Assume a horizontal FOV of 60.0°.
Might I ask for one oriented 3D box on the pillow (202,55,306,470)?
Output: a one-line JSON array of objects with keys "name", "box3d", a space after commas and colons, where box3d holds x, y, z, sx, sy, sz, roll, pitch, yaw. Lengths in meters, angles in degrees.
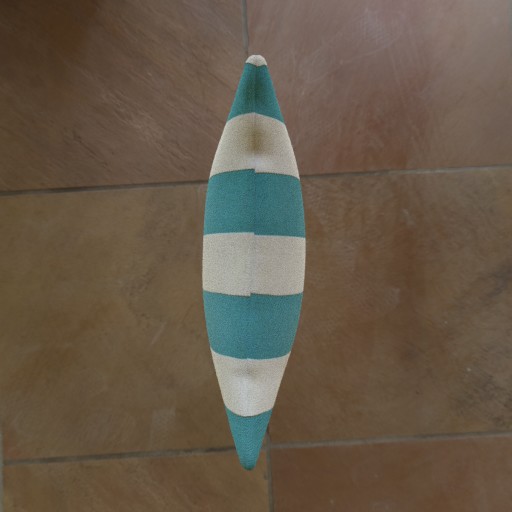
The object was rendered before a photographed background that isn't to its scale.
[{"name": "pillow", "box3d": [0.000, 0.000, 0.812, 0.189, 0.526, 0.536, 0, 90, 0]}]
